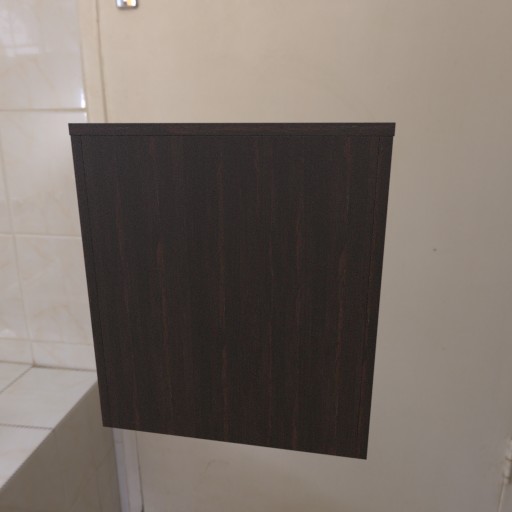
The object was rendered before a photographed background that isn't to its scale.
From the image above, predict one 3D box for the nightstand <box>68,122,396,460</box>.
[{"bbox_3d":[0.000,0.000,0.808,0.400,0.460,0.461,3,16,10],"label":"nightstand"}]
